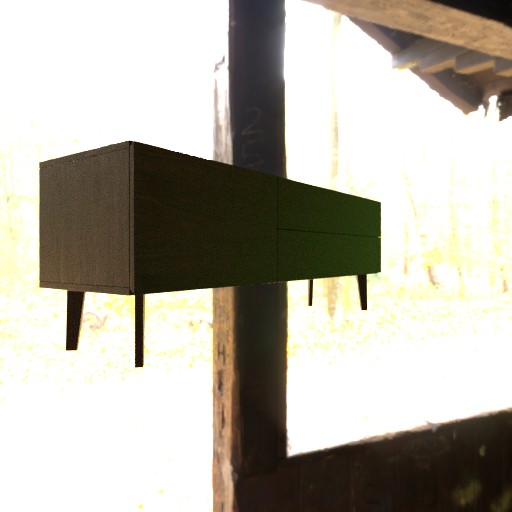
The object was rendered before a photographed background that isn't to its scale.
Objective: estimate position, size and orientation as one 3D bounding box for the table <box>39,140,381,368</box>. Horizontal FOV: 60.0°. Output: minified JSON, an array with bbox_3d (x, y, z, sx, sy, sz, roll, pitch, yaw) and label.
[{"bbox_3d":[0.000,0.000,1.625,0.405,0.508,1.397,0,0,37],"label":"table"}]
